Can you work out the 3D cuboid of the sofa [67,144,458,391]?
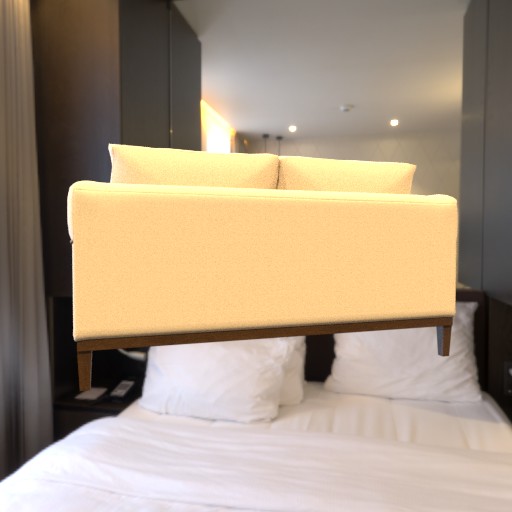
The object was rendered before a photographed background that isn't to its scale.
[{"bbox_3d":[0.000,0.000,2.122,1.598,0.873,0.905,-1,2,-18],"label":"sofa"}]
